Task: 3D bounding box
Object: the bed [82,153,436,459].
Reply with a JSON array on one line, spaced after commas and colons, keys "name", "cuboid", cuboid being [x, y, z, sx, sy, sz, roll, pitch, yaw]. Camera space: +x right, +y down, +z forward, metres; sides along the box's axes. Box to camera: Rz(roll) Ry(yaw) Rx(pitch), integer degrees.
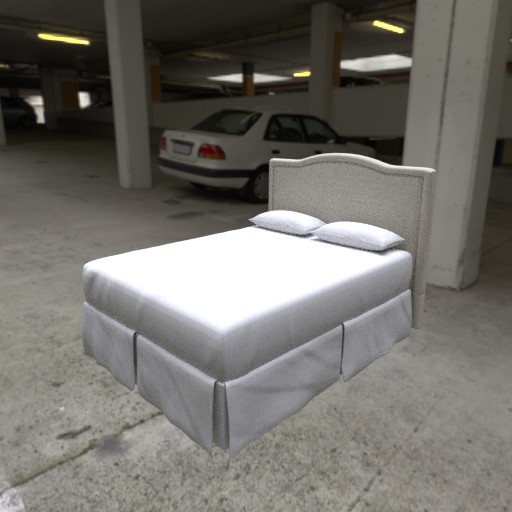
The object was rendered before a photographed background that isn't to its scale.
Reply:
[{"name": "bed", "cuboid": [0.000, 0.000, 3.369, 2.196, 1.449, 1.741, -15, 22, -43]}]
